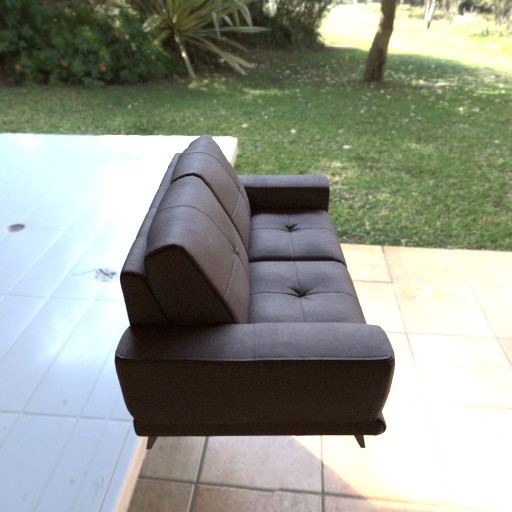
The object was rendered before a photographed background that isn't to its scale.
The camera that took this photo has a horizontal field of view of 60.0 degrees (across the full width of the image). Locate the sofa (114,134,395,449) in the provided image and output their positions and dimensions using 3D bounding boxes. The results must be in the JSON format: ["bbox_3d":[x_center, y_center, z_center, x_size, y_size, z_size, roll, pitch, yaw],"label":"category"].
[{"bbox_3d":[0.000,0.000,2.329,1.018,0.907,1.806,0,32,0],"label":"sofa"}]
